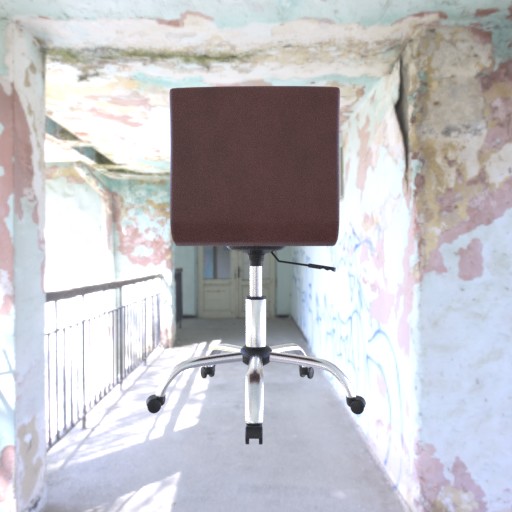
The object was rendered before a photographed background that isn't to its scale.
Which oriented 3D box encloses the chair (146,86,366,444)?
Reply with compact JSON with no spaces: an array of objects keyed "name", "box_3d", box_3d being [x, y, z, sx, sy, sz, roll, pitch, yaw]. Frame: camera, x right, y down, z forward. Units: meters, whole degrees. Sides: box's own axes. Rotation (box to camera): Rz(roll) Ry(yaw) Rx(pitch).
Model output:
[{"name":"chair","box_3d":[0.000,0.000,1.169,0.556,0.780,0.530,0,1,1]}]
